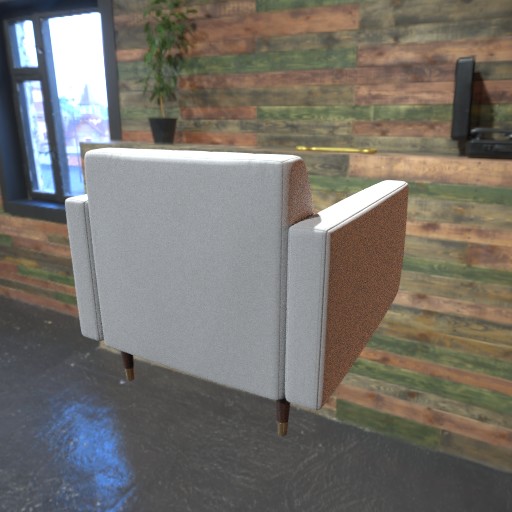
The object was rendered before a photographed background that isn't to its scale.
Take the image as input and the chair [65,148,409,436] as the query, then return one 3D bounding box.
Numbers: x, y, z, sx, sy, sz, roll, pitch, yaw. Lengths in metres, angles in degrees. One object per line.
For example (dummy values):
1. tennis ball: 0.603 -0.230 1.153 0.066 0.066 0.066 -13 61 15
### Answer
1. chair: 0.000 0.000 1.679 0.953 0.819 0.998 9 19 27
